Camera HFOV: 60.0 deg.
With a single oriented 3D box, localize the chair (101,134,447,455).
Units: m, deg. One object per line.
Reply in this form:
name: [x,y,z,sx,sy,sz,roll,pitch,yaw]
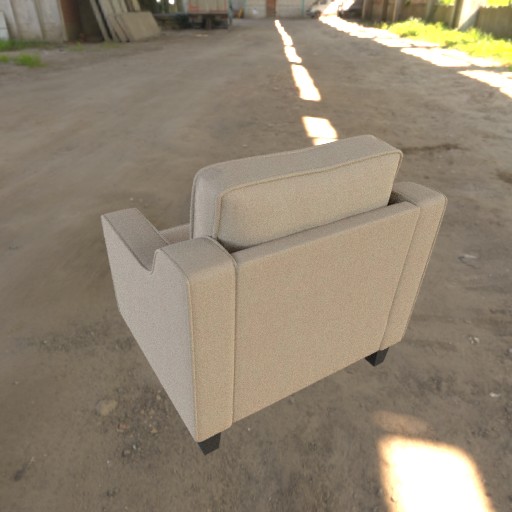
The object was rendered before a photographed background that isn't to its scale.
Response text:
chair: [0.000,0.000,1.685,0.922,0.948,0.882,-17,35,-27]
